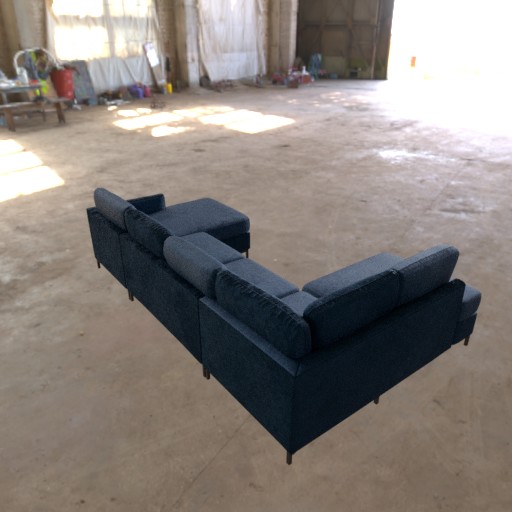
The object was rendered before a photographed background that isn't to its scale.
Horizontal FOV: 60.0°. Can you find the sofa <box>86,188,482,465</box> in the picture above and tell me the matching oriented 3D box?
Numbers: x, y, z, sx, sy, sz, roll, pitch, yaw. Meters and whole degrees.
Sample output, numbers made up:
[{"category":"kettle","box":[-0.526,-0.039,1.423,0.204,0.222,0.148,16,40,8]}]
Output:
[{"category":"sofa","box":[0.000,0.000,4.256,2.055,0.992,3.434,-19,32,-33]}]
